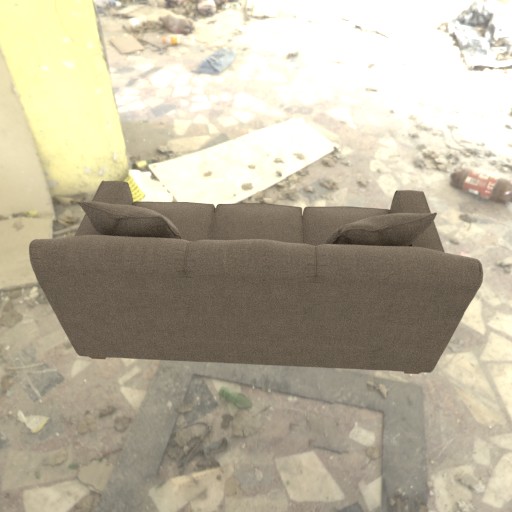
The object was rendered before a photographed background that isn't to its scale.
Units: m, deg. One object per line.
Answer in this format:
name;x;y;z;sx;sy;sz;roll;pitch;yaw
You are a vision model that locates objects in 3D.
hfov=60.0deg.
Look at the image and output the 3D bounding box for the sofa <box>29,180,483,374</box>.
sofa;0.000;0.000;2.556;2.024;0.958;0.997;2;46;2
